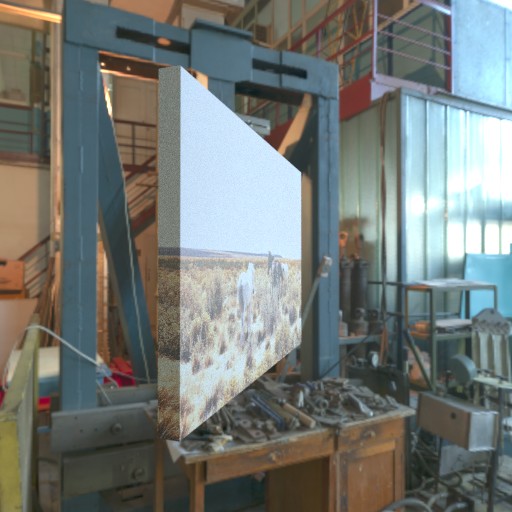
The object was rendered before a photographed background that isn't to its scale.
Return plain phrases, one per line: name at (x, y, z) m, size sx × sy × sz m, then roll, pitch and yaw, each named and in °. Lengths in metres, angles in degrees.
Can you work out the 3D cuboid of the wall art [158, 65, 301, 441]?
wall art at (0.000, 0.000, 1.444) m, size 0.051 × 0.761 × 1.138 m, roll 0°, pitch -1°, yaw 18°
